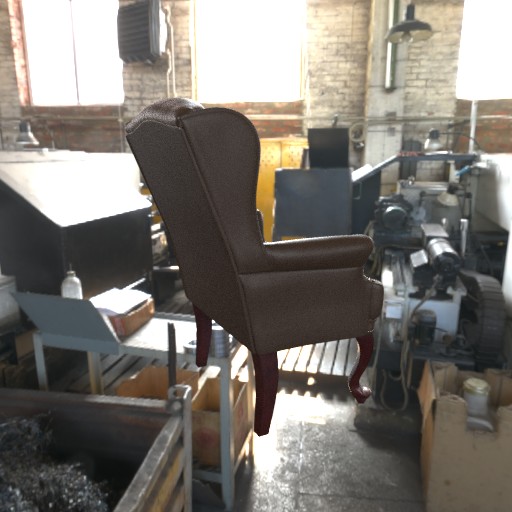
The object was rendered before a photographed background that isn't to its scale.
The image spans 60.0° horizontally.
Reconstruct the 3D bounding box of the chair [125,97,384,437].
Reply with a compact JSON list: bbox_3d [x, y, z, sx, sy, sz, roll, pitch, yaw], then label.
[{"bbox_3d":[0.000,0.000,1.732,0.819,1.132,0.829,-7,15,-28],"label":"chair"}]
